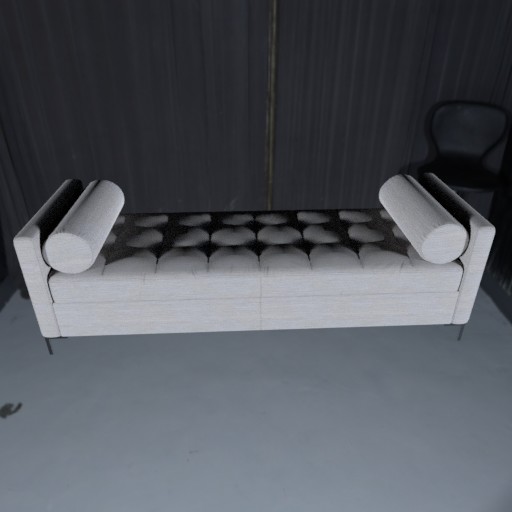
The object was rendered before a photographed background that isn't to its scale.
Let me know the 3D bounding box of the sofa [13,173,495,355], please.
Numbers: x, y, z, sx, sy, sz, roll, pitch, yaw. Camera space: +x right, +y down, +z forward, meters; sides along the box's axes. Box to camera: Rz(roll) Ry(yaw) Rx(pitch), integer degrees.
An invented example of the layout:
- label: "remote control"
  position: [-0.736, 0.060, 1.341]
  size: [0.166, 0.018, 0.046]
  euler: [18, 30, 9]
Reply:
- label: "sofa"
  position: [0.000, 0.000, 2.244]
  size: [1.981, 0.635, 0.686]
  euler: [-1, 30, -3]
